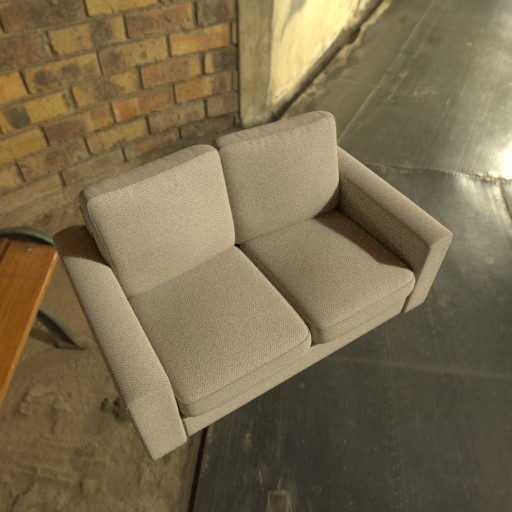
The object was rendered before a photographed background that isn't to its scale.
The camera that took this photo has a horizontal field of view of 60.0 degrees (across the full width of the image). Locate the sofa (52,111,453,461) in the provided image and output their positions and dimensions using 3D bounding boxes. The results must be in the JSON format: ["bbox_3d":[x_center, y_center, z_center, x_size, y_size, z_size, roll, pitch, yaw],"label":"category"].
[{"bbox_3d":[0.000,0.000,2.137,1.616,0.873,1.016,-24,52,-21],"label":"sofa"}]
